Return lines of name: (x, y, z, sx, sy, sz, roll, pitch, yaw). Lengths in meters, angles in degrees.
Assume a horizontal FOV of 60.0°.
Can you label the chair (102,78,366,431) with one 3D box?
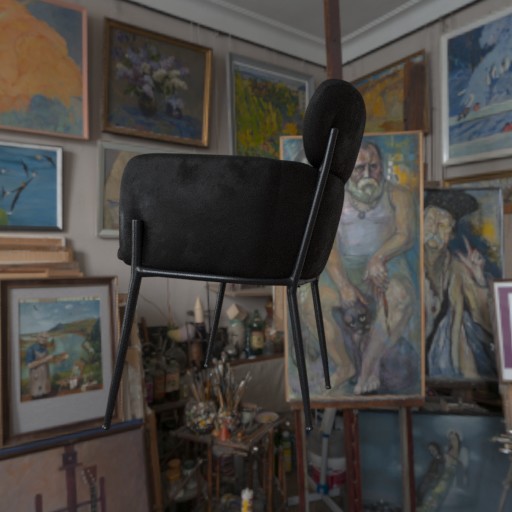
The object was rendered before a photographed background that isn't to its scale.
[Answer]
chair: (0.000, 0.000, 1.254, 0.604, 0.818, 0.640, 0, 0, 17)
